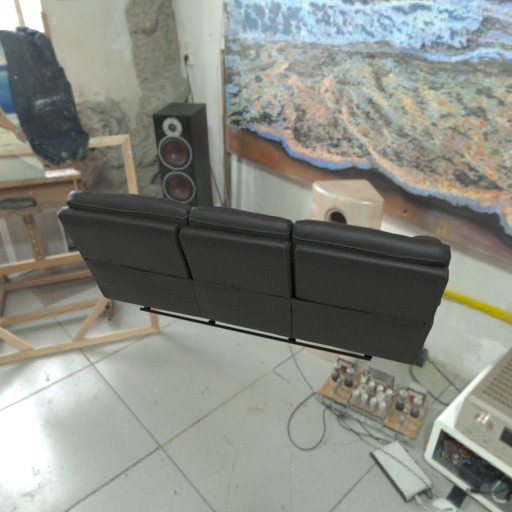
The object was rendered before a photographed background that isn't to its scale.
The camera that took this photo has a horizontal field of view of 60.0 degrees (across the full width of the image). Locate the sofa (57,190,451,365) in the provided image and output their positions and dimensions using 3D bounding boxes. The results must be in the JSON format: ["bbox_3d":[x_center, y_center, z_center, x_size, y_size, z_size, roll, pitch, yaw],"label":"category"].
[{"bbox_3d":[0.000,0.000,3.334,2.627,1.134,1.104,10,32,16],"label":"sofa"}]
